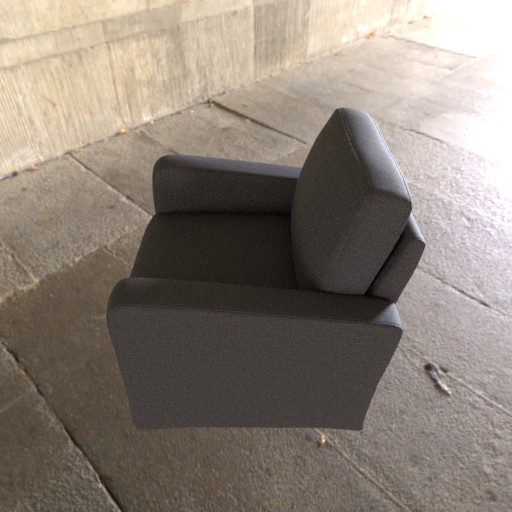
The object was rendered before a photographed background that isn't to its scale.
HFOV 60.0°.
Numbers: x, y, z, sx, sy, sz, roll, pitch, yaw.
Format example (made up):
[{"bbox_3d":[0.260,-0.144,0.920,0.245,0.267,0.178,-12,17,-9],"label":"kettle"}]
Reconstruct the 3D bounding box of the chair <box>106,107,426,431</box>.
[{"bbox_3d":[0.000,0.000,1.492,0.863,0.855,0.798,0,41,0],"label":"chair"}]
